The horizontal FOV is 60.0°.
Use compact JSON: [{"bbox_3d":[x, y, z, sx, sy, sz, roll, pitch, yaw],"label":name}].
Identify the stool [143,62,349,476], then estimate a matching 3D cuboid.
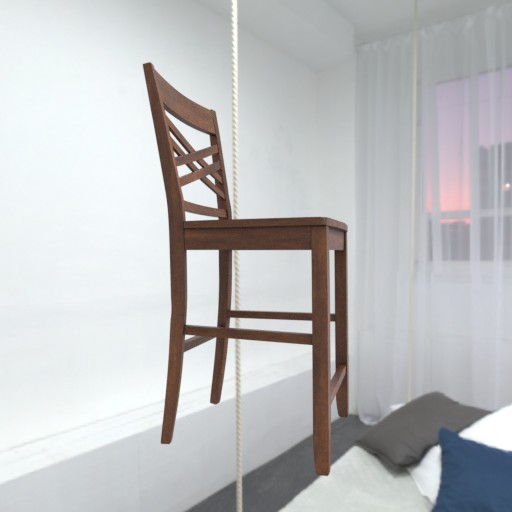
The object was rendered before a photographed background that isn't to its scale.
[{"bbox_3d":[0.000,0.000,1.375,0.539,1.079,0.462,0,1,18],"label":"stool"}]
